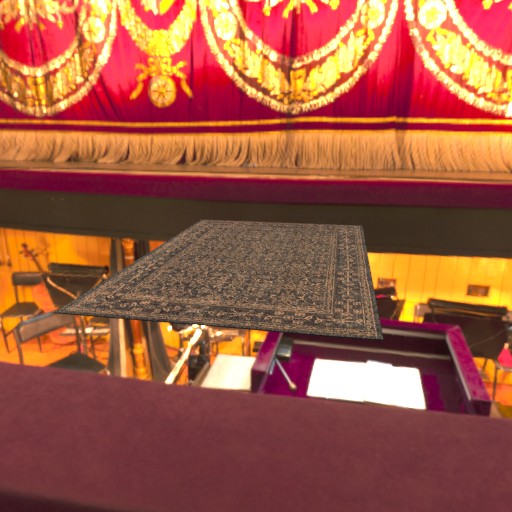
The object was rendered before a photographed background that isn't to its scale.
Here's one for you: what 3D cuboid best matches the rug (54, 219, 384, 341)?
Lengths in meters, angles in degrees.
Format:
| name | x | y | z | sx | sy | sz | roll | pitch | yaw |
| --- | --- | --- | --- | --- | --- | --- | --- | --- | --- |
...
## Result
| name | x | y | z | sx | sy | sz | roll | pitch | yaw |
| --- | --- | --- | --- | --- | --- | --- | --- | --- | --- |
| rug | 0.000 | 0.000 | 2.416 | 1.200 | 0.005 | 1.819 | 3 | 16 | 10 |
